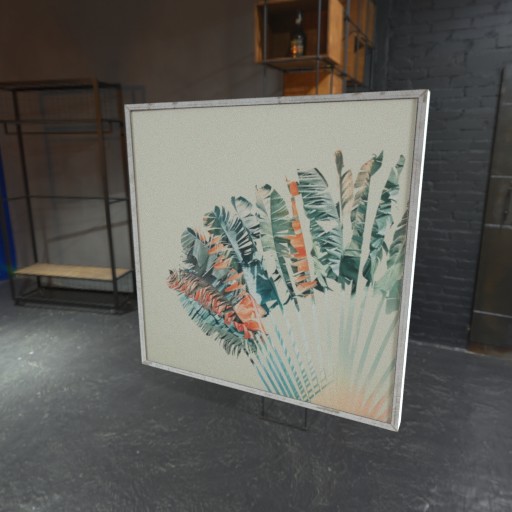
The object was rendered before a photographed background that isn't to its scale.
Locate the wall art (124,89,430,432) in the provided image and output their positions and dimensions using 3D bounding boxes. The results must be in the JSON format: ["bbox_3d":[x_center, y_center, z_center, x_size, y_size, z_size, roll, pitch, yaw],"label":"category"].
[{"bbox_3d":[0.000,0.000,0.754,0.508,0.506,0.029,7,16,25],"label":"wall art"}]
